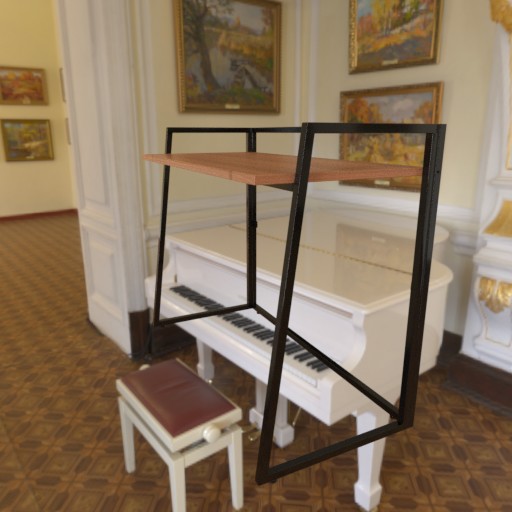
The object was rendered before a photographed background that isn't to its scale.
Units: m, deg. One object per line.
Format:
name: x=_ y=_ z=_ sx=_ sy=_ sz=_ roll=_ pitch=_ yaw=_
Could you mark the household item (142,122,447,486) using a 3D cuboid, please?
household item: x=0.000 y=0.000 z=1.527 sx=0.510 sy=0.860 sz=1.050 roll=-8 pitch=17 yaw=-26
